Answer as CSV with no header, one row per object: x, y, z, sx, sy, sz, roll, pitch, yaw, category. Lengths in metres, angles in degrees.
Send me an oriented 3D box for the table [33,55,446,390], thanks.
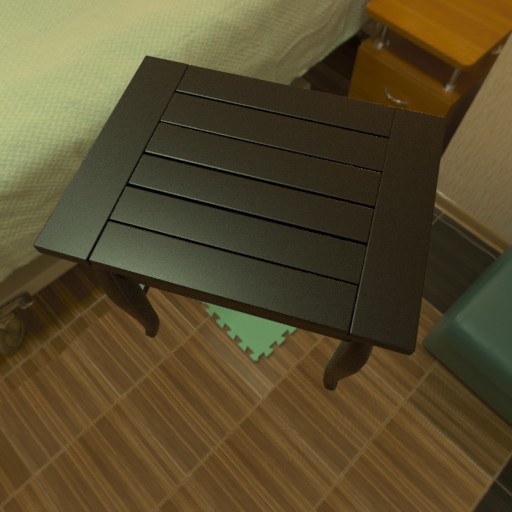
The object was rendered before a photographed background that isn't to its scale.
0.000,0.000,1.029,0.602,0.604,0.460,15,64,7,table
